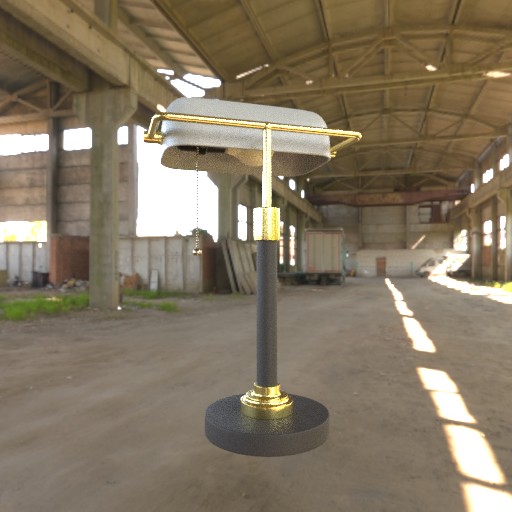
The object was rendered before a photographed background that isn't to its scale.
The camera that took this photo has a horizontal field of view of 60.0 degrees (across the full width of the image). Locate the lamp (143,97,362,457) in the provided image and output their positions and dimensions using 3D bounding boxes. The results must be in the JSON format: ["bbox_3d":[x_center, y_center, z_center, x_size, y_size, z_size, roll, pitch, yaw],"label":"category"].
[{"bbox_3d":[0.000,0.000,0.556,0.269,0.404,0.227,0,0,-18],"label":"lamp"}]
